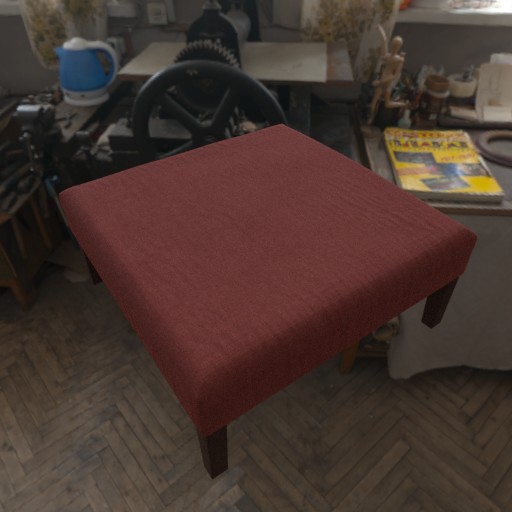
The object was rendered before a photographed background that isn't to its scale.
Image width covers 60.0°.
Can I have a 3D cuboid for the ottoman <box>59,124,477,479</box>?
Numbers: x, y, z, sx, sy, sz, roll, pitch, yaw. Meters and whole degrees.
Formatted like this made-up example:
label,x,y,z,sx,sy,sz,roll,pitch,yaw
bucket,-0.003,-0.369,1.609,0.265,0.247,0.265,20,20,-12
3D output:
label,x,y,z,sx,sy,sz,roll,pitch,yaw
ottoman,0.000,0.000,1.404,0.889,0.411,0.890,-25,46,-26
